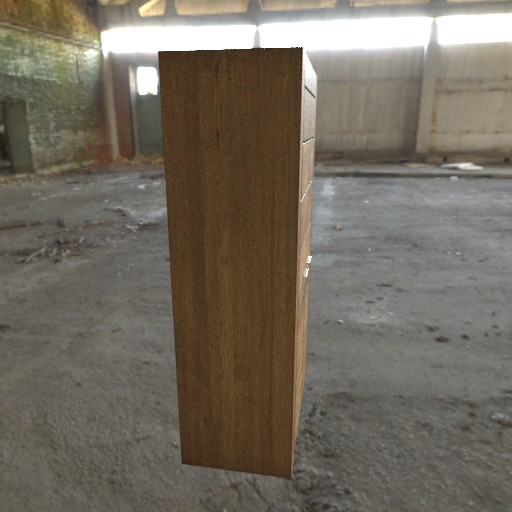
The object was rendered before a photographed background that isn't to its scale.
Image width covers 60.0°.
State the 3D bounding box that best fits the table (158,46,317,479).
[{"bbox_3d":[0.000,0.000,2.522,0.600,2.000,1.100,3,17,10],"label":"table"}]
